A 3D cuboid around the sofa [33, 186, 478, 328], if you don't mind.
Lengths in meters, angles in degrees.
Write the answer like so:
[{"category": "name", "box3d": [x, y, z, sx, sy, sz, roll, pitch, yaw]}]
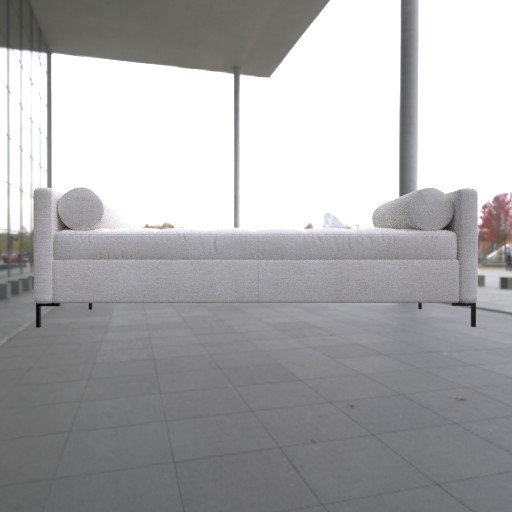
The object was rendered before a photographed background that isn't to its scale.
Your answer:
[{"category": "sofa", "box3d": [0.000, 0.000, 2.304, 1.981, 0.635, 0.686, 0, 0, 0]}]
